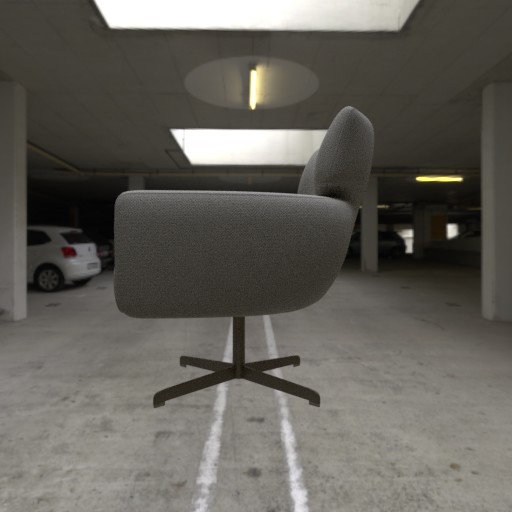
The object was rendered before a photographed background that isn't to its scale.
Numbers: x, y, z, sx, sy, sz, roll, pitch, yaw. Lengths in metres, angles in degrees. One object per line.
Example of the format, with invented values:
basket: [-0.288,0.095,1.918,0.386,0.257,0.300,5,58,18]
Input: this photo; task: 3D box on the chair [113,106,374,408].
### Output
chair: [0.000,0.000,1.415,0.730,0.810,0.760,0,0,-1]
